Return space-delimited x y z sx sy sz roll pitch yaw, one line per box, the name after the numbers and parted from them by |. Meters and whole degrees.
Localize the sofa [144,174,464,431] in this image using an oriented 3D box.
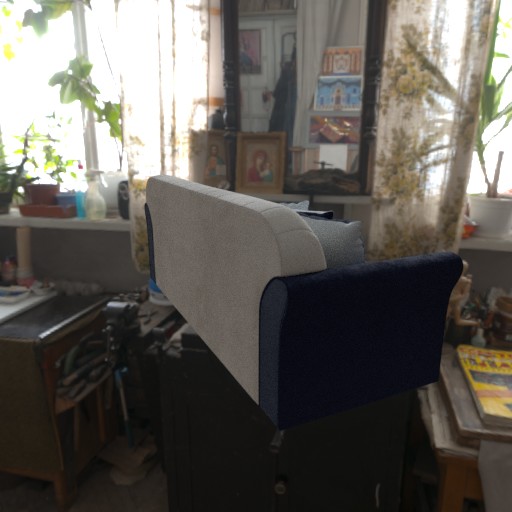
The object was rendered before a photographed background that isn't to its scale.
0.000 0.000 2.393 0.749 0.789 2.006 -7 16 -25 | sofa
